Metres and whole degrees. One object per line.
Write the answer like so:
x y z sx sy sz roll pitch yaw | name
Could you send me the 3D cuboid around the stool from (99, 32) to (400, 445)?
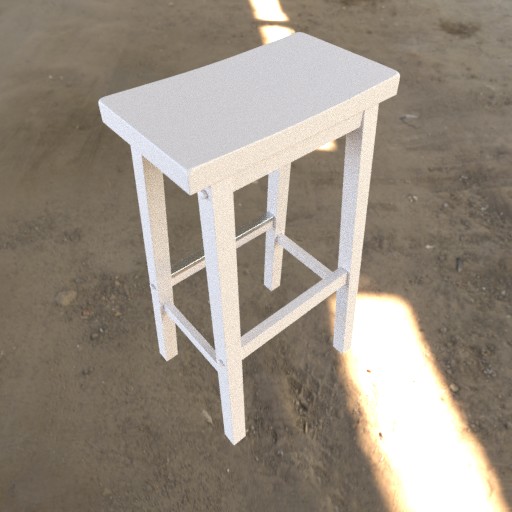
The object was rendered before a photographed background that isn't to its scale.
0.000 0.000 0.933 0.406 0.742 0.322 -31 54 -27 | stool
